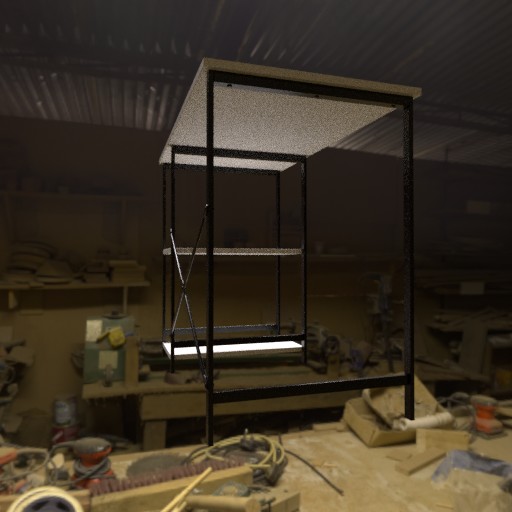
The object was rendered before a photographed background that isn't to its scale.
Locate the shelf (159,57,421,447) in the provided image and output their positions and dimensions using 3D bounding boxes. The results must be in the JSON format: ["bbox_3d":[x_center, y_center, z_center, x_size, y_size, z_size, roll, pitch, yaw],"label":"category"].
[{"bbox_3d":[0.000,0.000,1.350,0.498,0.750,0.902,0,-1,-18],"label":"shelf"}]
